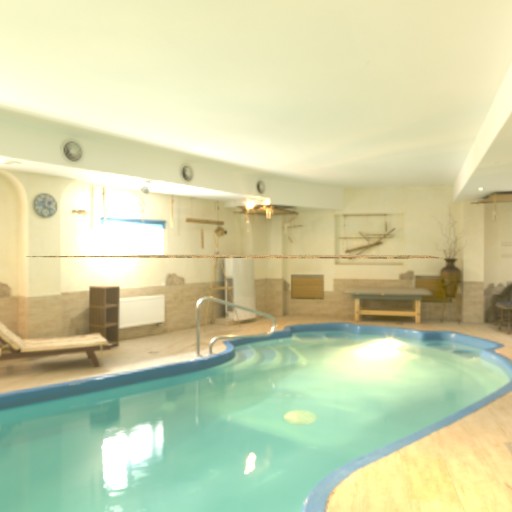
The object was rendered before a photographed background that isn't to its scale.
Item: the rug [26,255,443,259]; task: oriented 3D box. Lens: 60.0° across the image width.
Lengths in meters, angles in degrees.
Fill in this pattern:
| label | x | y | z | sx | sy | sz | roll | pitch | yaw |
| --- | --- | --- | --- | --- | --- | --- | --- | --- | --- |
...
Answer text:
| label | x | y | z | sx | sy | sz | roll | pitch | yaw |
| --- | --- | --- | --- | --- | --- | --- | --- | --- | --- |
| rug | 0.000 | 0.000 | 4.090 | 3.048 | 0.010 | 2.438 | 0 | 0 | 19 |
